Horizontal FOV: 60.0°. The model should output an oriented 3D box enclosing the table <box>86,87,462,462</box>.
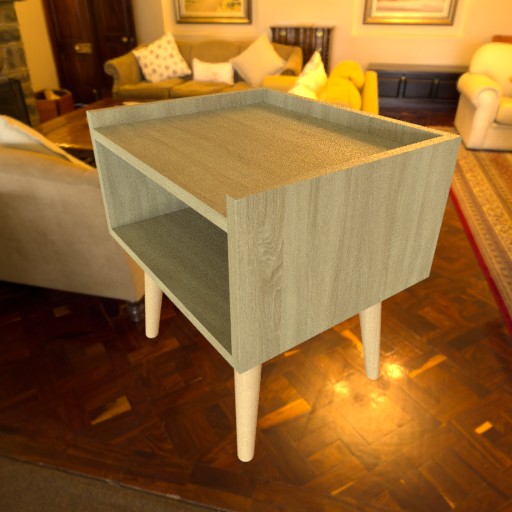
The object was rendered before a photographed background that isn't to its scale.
[{"bbox_3d":[0.000,0.000,0.789,0.370,0.470,0.450,-20,36,-30],"label":"table"}]
